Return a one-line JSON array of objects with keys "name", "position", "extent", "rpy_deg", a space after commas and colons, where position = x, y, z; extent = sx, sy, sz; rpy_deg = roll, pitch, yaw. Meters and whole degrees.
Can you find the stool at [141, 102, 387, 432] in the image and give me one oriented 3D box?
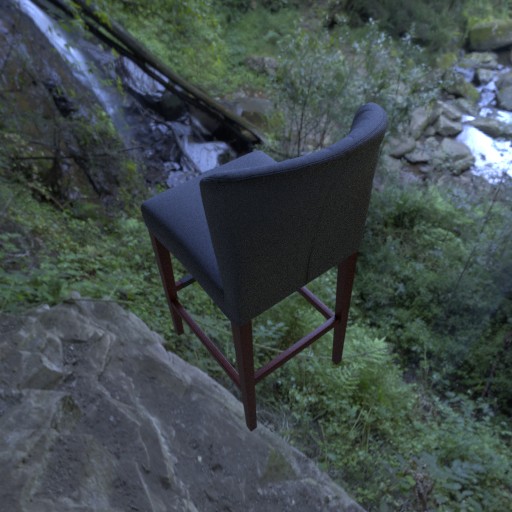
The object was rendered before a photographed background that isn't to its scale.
[{"name": "stool", "position": [0.000, 0.000, 1.369], "extent": [0.481, 1.069, 0.568], "rpy_deg": [-30, 54, -25]}]
